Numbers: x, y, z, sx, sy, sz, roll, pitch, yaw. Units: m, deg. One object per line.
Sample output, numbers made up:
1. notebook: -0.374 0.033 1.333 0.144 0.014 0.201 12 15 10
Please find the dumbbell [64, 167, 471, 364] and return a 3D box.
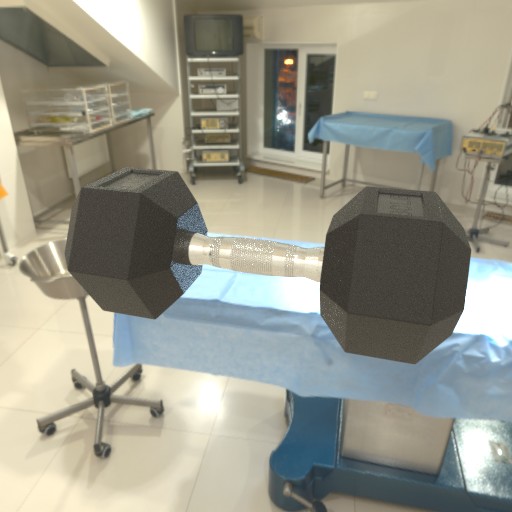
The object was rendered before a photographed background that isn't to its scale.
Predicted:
1. dumbbell: 0.000 0.000 0.397 0.337 0.123 0.142 7 27 14
